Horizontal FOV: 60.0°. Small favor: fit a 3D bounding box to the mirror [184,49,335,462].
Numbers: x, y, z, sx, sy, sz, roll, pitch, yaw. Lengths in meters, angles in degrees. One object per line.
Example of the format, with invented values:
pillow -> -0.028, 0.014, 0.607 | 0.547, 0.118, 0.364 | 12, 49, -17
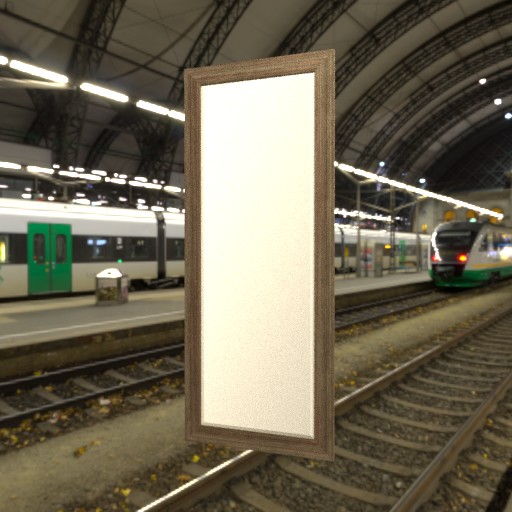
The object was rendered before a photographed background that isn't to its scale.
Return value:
mirror -> 0.000, 0.000, 2.316 | 0.812, 2.032, 0.025 | 0, 1, 18
